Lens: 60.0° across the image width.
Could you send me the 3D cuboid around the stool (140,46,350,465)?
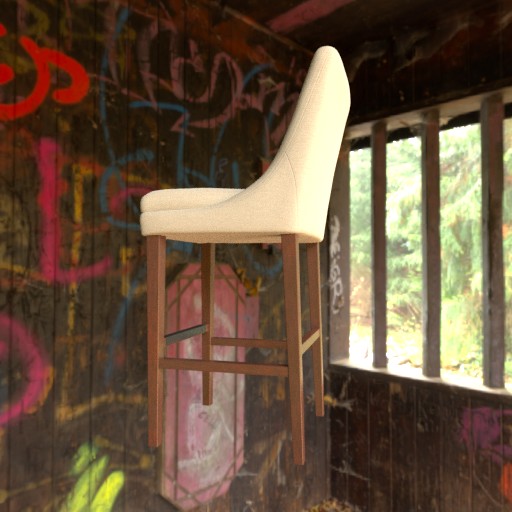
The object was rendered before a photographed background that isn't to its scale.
[{"bbox_3d":[0.000,0.000,1.390,0.577,1.078,0.470,0,-2,16],"label":"stool"}]
